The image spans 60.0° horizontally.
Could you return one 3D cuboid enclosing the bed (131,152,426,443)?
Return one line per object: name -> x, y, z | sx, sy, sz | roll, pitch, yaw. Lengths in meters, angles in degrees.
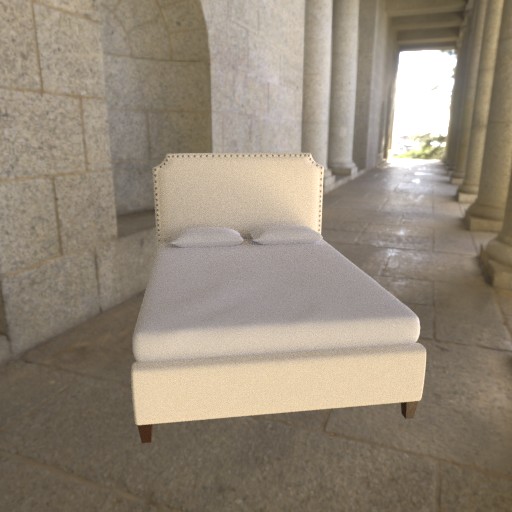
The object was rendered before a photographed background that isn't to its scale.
bed -> 0.000, 0.000, 3.502 | 1.712, 1.497, 2.372 | -2, 16, -8
